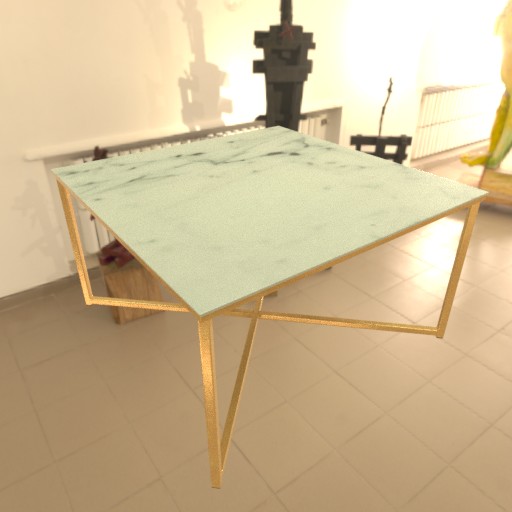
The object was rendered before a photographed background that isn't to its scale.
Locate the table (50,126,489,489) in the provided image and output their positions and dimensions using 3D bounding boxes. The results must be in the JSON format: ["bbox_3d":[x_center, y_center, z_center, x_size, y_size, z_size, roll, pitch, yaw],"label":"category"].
[{"bbox_3d":[0.000,0.000,1.247,0.800,0.450,0.800,-20,36,-31],"label":"table"}]
